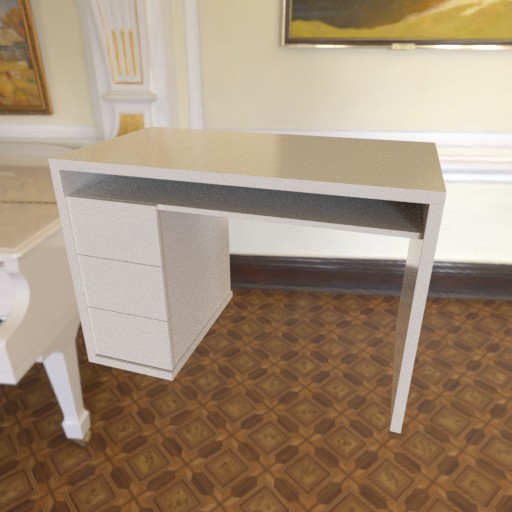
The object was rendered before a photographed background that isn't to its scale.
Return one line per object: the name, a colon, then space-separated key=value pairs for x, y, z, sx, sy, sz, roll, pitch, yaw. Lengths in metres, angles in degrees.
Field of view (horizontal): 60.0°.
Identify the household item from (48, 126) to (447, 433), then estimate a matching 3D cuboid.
household item: x=0.000 y=0.000 z=1.574 sx=1.100 sy=0.749 sz=0.597 roll=8 pitch=26 yaw=16
